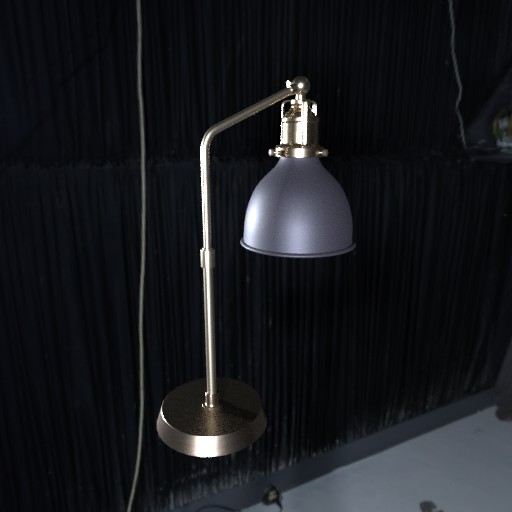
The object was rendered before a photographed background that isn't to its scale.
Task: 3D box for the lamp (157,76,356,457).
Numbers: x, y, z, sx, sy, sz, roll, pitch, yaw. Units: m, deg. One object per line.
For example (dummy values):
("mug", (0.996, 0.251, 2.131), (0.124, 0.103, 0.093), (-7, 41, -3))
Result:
("lamp", (0.000, 0.000, 0.593), (0.291, 0.456, 0.160), (-8, 17, -27))
